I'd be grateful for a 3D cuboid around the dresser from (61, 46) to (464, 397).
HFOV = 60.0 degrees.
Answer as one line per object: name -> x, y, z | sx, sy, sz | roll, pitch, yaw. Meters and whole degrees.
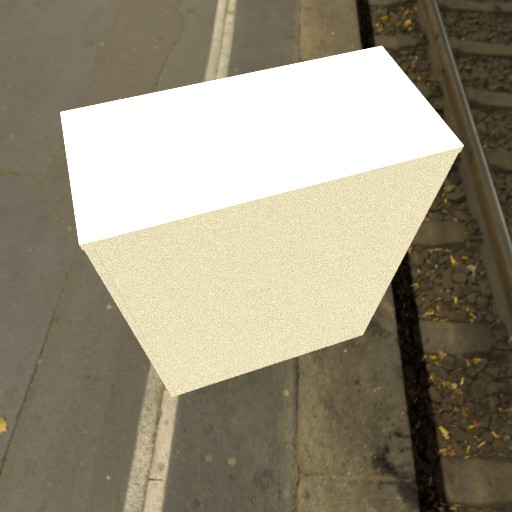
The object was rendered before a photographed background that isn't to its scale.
dresser -> 0.000, 0.000, 1.405 | 0.800, 1.040, 0.380 | -16, 59, -10
